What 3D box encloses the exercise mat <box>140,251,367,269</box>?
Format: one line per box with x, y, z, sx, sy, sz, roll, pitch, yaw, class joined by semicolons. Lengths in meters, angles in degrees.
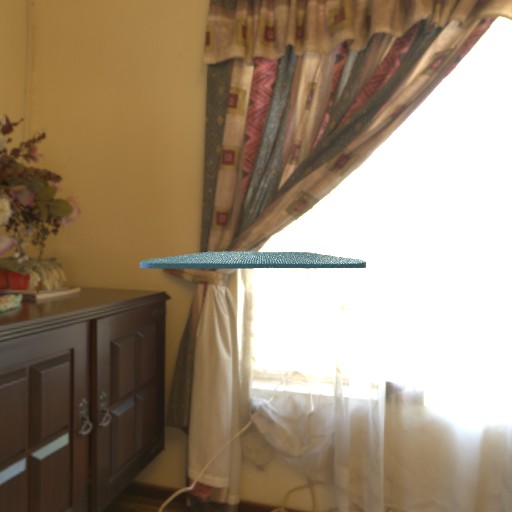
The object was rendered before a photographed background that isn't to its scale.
0.000;0.000;2.075;0.616;0.021;1.869;0;1;1;exercise mat
